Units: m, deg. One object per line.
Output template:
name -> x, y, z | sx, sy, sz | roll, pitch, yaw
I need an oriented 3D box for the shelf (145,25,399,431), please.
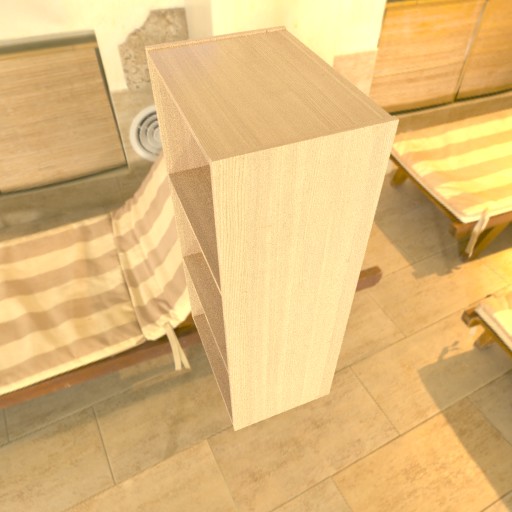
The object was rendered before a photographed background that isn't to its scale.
shelf -> 0.000, 0.000, 1.071 | 0.292, 0.876, 0.417 | -16, 48, -15
